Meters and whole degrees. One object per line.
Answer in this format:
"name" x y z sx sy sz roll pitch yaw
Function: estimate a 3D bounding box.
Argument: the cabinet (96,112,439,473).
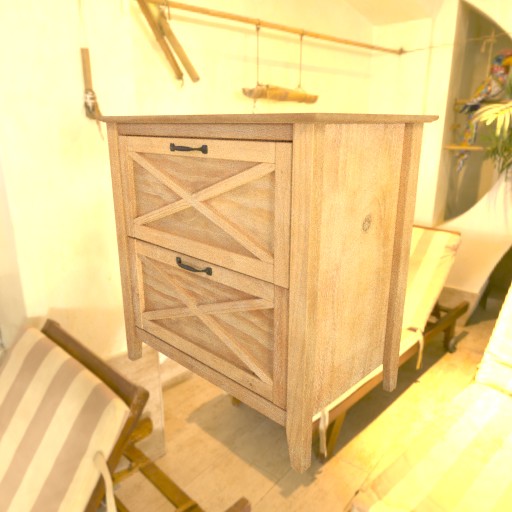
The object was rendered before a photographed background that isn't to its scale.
"cabinet" 0.000 0.000 1.262 0.763 0.762 0.503 16 23 42
